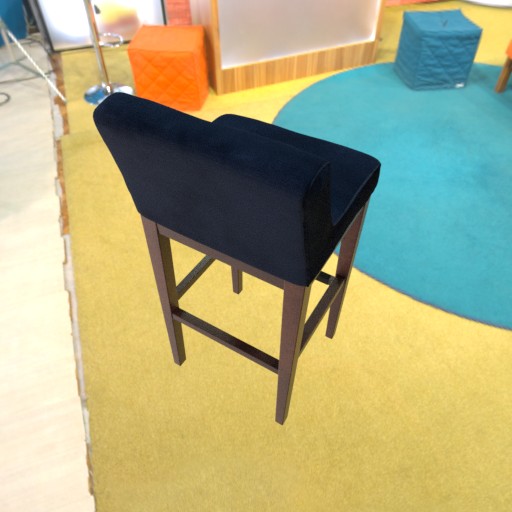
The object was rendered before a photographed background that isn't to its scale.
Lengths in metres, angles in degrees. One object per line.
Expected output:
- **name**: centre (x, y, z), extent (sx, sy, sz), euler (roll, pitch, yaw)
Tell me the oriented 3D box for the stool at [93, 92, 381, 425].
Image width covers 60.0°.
- **stool**: centre (0.000, 0.000, 1.313), extent (0.511, 1.037, 0.500), euler (24, 50, 21)
